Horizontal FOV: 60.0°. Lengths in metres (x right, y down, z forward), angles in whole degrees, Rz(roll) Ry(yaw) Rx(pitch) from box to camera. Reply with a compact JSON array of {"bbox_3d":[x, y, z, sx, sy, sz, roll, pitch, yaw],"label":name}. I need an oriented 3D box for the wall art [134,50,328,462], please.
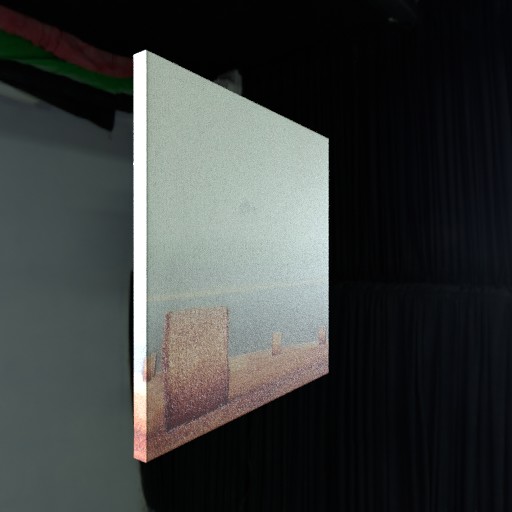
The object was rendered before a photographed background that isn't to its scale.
[{"bbox_3d":[0.000,0.000,1.138,0.042,0.760,0.760,0,0,35],"label":"wall art"}]
